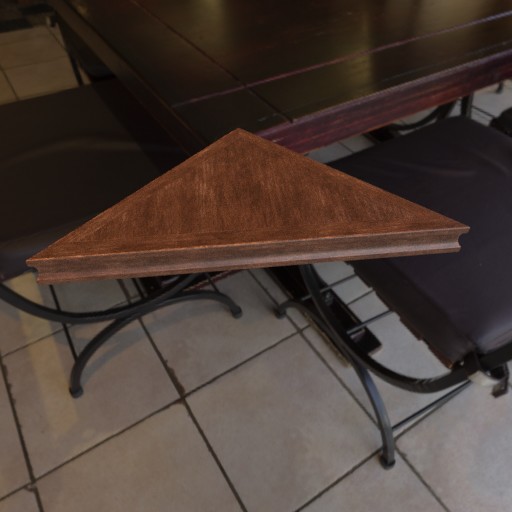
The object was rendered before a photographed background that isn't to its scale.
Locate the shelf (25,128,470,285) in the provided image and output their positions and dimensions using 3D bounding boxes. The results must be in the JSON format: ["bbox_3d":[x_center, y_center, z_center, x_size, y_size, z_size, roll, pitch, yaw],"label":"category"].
[{"bbox_3d":[0.000,0.000,0.427,0.296,0.035,0.296,30,53,26],"label":"shelf"}]
